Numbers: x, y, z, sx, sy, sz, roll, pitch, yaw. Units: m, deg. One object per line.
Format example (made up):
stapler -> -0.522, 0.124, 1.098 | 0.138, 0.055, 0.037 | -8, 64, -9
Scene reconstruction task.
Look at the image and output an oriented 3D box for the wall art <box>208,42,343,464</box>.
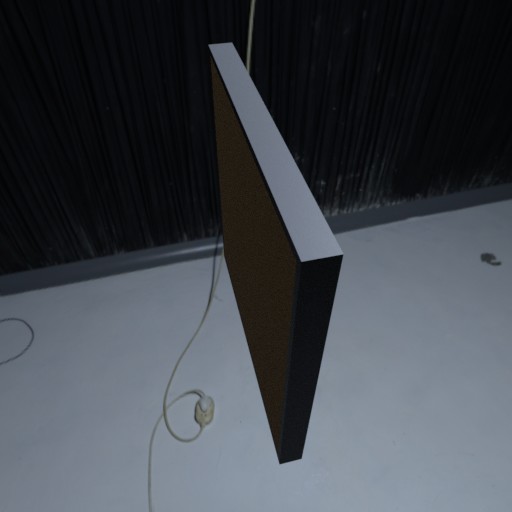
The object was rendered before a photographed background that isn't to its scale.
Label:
wall art -> 0.000, 0.000, 0.752 | 0.040, 0.509, 0.509 | -10, 47, -9
